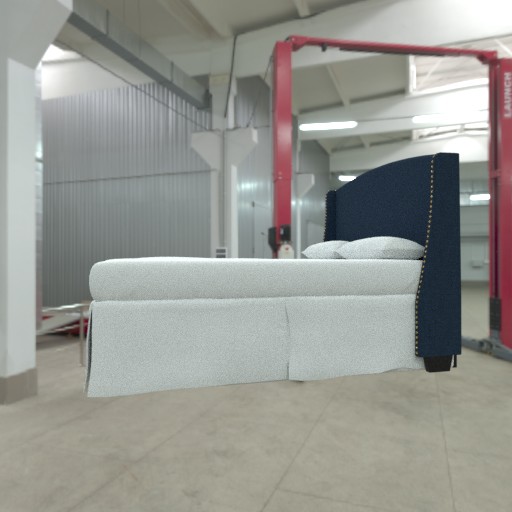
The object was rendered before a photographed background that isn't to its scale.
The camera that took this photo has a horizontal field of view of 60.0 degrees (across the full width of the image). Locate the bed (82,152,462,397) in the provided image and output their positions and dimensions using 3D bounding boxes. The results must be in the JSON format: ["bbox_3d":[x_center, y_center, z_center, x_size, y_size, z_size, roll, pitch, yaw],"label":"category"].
[{"bbox_3d":[0.000,0.000,3.187,2.223,1.402,1.604,0,0,-15],"label":"bed"}]
